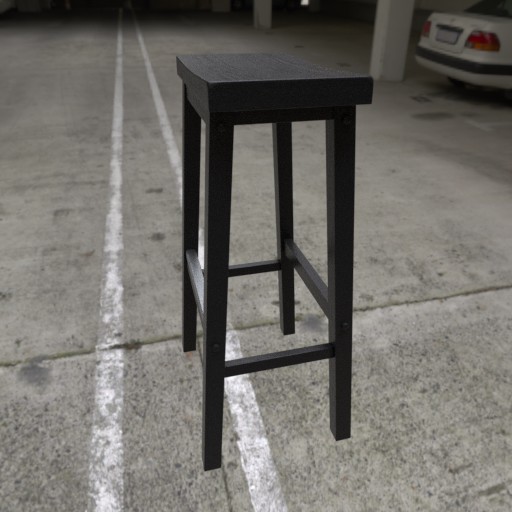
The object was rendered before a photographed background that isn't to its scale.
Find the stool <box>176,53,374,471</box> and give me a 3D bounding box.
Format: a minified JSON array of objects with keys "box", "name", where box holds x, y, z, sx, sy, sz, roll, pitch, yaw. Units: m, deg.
[{"box":[0.000,0.000,0.927,0.322,0.742,0.406,-7,30,-13],"name":"stool"}]
